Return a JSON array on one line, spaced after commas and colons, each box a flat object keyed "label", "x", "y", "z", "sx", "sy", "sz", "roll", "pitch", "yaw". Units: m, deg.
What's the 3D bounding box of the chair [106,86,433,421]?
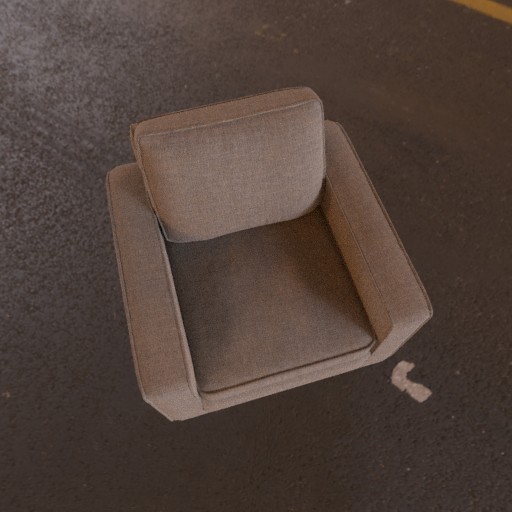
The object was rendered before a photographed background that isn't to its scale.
[{"label": "chair", "x": 0.000, "y": 0.000, "z": 1.740, "sx": 1.016, "sy": 0.914, "sz": 0.940, "roll": -14, "pitch": 63, "yaw": -7}]
